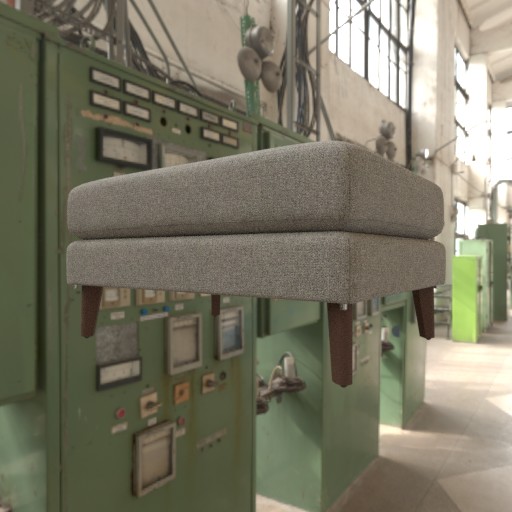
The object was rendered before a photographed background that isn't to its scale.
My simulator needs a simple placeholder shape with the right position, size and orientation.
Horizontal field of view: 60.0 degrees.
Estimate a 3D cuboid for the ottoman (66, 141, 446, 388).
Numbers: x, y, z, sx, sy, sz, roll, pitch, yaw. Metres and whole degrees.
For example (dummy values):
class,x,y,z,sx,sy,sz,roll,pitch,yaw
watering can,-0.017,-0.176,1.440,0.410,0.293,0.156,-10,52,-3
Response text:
class,x,y,z,sx,sy,sz,roll,pitch,yaw
ottoman,0.000,0.000,1.174,0.821,0.441,0.611,0,0,36
